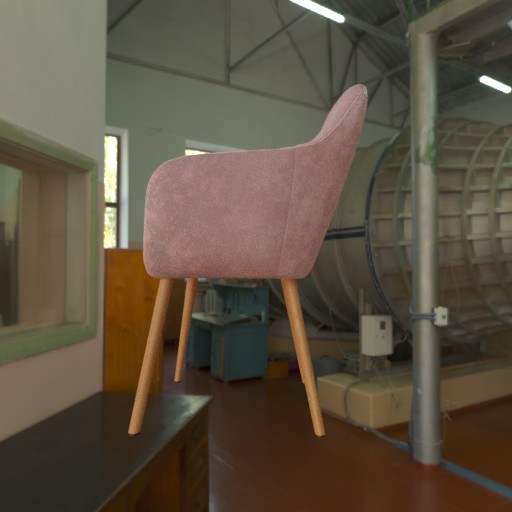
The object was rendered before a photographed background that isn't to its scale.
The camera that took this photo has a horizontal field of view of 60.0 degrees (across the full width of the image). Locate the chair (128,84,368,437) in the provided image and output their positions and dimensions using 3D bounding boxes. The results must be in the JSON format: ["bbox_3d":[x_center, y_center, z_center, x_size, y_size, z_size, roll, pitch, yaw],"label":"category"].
[{"bbox_3d":[0.000,0.000,1.252,0.570,0.832,0.610,0,-1,2],"label":"chair"}]
